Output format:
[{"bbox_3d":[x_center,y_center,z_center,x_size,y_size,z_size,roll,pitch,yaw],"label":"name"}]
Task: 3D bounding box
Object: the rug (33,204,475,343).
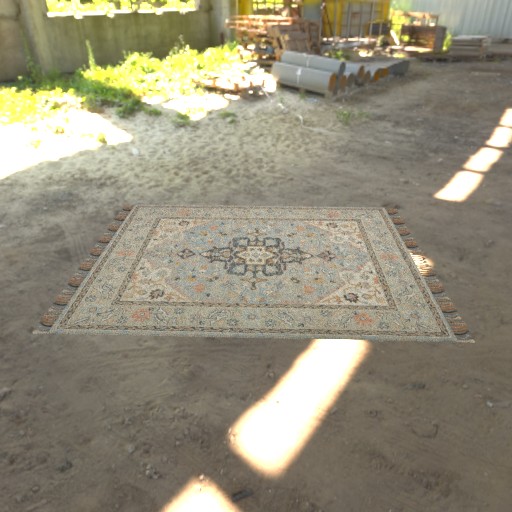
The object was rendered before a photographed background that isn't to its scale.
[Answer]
[{"bbox_3d":[0.000,0.000,2.265,1.730,0.009,1.278,1,30,2],"label":"rug"}]
